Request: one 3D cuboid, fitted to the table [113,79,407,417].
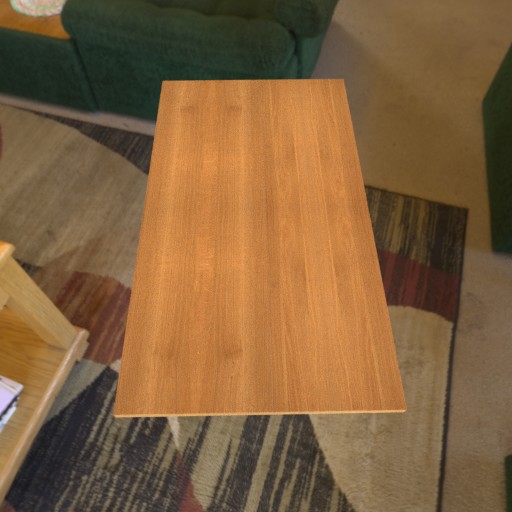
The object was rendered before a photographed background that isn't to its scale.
[{"bbox_3d":[0.000,0.000,2.100,0.900,0.750,1.600,-1,58,-1],"label":"table"}]
